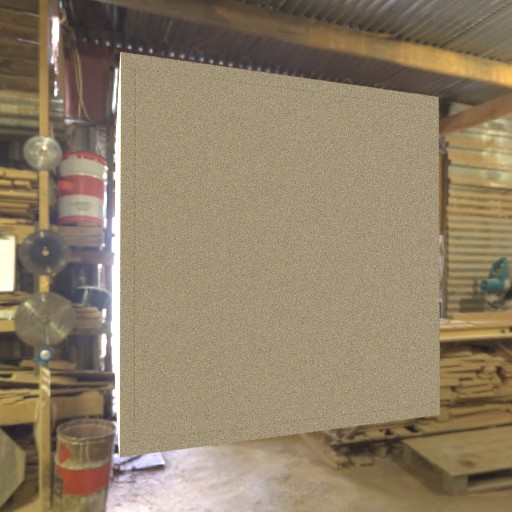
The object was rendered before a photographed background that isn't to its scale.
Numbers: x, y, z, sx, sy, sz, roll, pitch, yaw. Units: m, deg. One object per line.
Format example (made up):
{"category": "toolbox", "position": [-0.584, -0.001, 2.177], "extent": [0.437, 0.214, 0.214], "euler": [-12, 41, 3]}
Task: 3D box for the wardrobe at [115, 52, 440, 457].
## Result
{"category": "wardrobe", "position": [0.000, 0.000, 0.836], "extent": [0.500, 0.520, 0.400], "euler": [0, -1, -18]}
